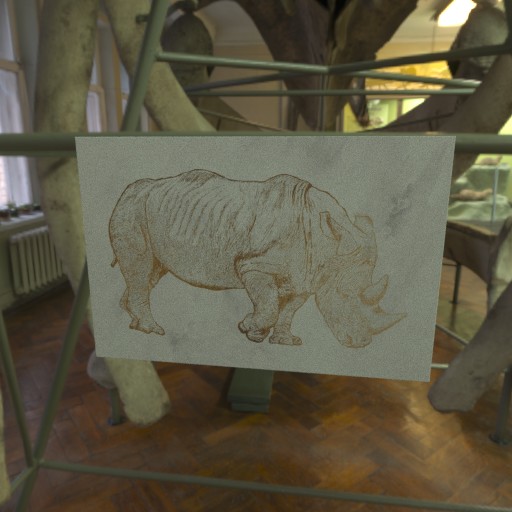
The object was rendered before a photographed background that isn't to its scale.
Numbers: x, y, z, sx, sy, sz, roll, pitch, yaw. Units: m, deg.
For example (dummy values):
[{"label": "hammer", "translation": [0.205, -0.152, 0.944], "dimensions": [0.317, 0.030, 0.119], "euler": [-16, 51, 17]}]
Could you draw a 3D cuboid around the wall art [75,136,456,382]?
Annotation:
[{"label": "wall art", "translation": [0.000, 0.000, 0.489], "dimensions": [0.381, 0.254, 0.038], "euler": [2, 14, 9]}]
